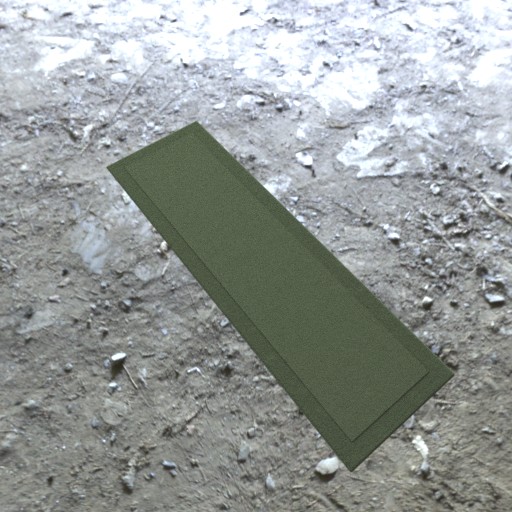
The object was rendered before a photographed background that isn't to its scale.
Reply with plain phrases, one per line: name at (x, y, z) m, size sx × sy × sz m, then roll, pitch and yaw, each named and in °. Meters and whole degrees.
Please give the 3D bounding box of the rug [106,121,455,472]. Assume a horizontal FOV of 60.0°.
rug at (0.000, 0.000, 2.700) m, size 0.759 × 0.012 × 2.430 m, roll -33°, pitch 64°, yaw -19°
